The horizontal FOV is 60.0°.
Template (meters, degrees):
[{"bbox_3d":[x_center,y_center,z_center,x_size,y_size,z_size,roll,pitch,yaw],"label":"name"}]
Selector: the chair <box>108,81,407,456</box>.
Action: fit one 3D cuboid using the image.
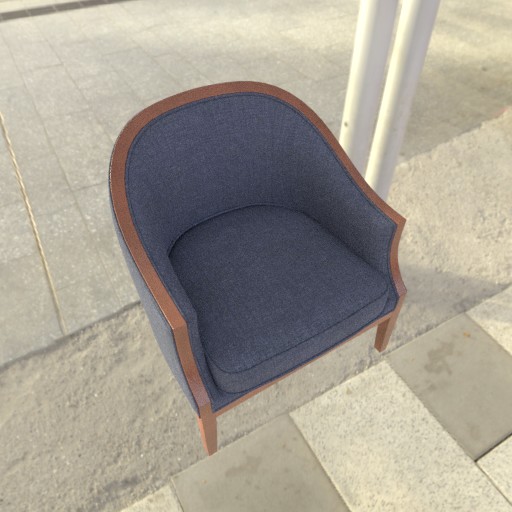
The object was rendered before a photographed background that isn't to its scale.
[{"bbox_3d":[0.000,0.000,1.473,0.803,0.876,0.735,-24,50,-22],"label":"chair"}]
